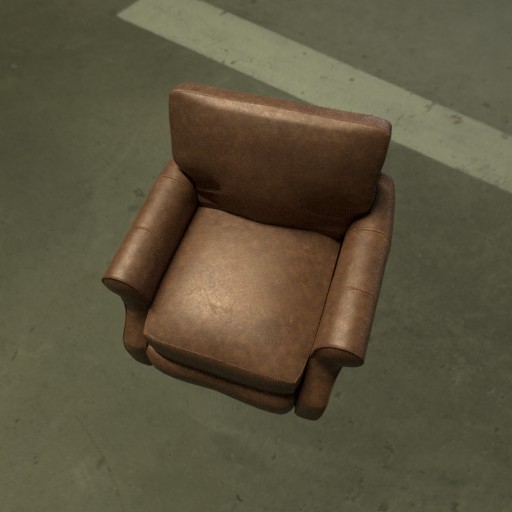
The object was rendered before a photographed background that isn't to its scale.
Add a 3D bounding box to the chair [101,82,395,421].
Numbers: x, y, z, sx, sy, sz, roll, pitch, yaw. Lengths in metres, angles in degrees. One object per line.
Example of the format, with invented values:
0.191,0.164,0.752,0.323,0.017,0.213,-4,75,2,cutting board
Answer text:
0.000,0.000,1.793,0.996,0.976,1.002,16,60,9,chair
